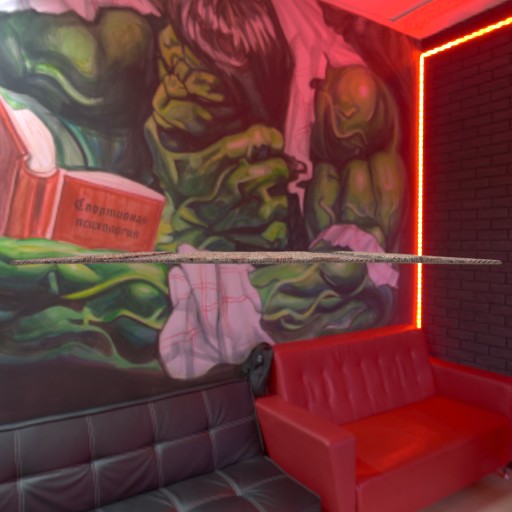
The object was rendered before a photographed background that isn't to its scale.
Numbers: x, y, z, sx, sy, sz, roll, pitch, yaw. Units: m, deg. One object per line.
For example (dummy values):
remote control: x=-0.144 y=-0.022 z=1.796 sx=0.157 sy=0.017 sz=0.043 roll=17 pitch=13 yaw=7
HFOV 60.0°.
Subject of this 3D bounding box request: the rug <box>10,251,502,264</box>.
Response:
rug: x=0.000 y=0.000 z=2.251 sx=1.823 sy=0.030 sz=1.222 roll=0 pitch=2 yaw=-1
